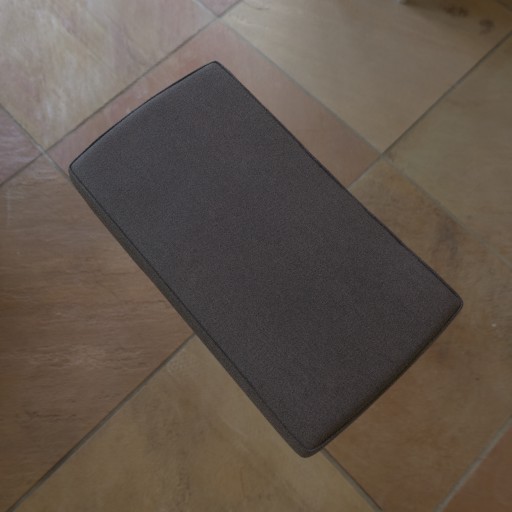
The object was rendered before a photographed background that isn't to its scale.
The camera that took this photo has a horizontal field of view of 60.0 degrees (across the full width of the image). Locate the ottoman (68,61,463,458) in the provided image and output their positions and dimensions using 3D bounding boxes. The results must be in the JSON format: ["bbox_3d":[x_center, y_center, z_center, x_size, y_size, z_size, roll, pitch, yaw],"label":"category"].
[{"bbox_3d":[0.000,0.000,1.161,0.490,0.448,0.864,-40,78,-11],"label":"ottoman"}]
